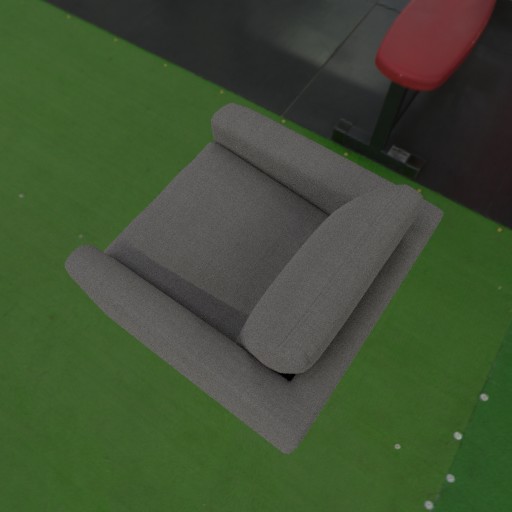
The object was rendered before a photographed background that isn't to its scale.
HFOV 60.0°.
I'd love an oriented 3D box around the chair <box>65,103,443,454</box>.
[{"bbox_3d":[0.000,0.000,1.865,1.100,0.847,1.070,33,67,16],"label":"chair"}]
